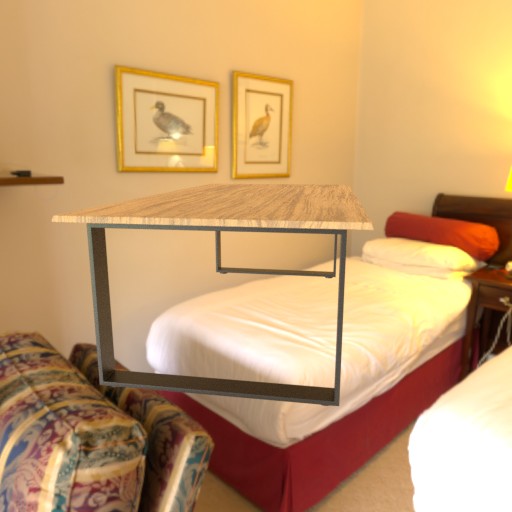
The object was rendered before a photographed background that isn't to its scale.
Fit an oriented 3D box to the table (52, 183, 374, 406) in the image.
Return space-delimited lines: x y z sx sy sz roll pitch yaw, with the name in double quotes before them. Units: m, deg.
"table" 0.000 0.000 1.608 0.693 0.445 1.331 2 12 9
